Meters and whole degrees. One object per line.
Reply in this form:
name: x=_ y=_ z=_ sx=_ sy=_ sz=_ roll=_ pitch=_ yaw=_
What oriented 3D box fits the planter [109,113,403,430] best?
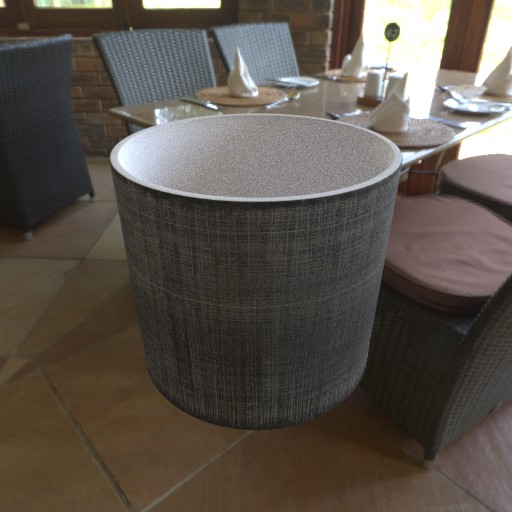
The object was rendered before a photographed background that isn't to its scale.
planter: x=0.000 y=0.000 z=0.398 sx=0.221 sy=0.201 sz=0.221 roll=0 pitch=30 yaw=0
